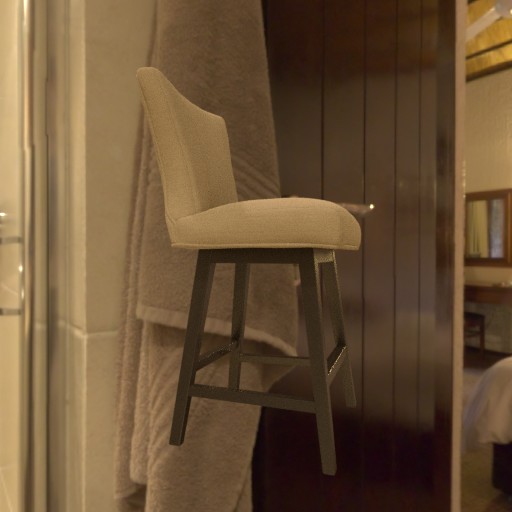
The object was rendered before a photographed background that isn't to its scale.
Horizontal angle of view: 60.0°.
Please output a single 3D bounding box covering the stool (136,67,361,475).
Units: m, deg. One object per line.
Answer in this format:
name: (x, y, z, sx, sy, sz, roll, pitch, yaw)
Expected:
stool: (0.000, 0.000, 1.324, 0.574, 1.000, 0.514, 0, 0, 18)
